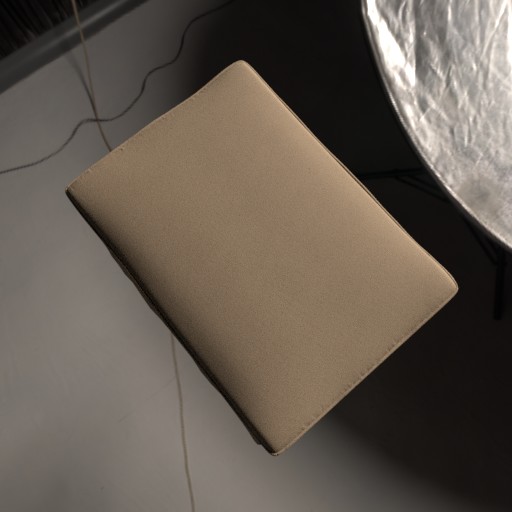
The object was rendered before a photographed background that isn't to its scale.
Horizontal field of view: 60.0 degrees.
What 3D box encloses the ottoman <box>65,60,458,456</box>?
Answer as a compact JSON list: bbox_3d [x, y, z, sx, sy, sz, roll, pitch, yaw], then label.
[{"bbox_3d":[0.000,0.000,1.356,0.721,0.482,0.959,-39,79,-9],"label":"ottoman"}]
